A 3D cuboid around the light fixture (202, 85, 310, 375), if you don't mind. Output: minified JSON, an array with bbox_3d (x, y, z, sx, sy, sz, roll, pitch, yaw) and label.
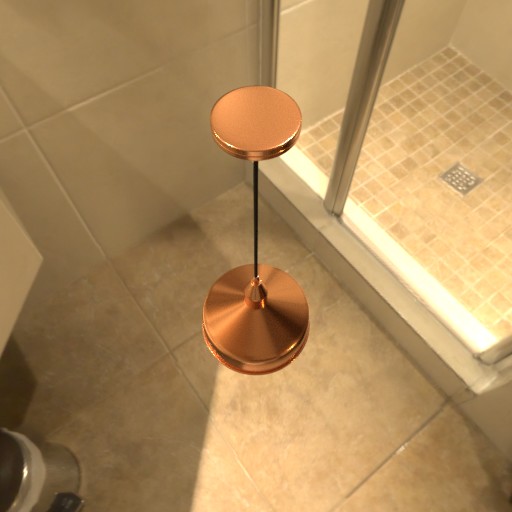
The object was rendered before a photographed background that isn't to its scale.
[{"bbox_3d":[0.000,0.000,0.919,0.301,0.754,0.301,14,61,8],"label":"light fixture"}]
